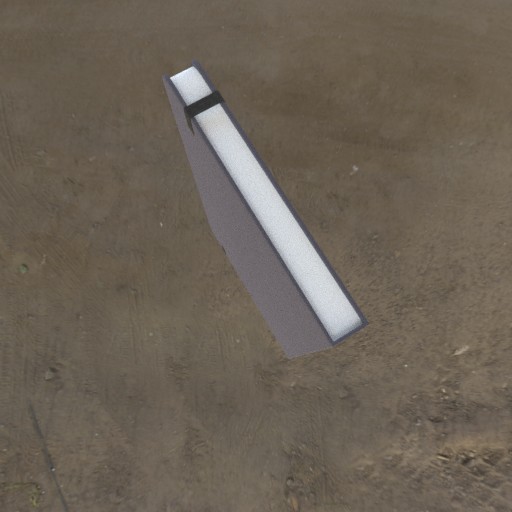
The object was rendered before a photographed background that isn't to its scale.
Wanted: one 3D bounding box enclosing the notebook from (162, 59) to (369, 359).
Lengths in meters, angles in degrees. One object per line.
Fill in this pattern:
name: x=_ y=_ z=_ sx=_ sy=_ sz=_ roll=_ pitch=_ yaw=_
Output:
notebook: x=0.000 y=0.000 z=0.266 sx=0.016 sy=0.213 sz=0.127 roll=-30 pitch=78 yaw=-7
